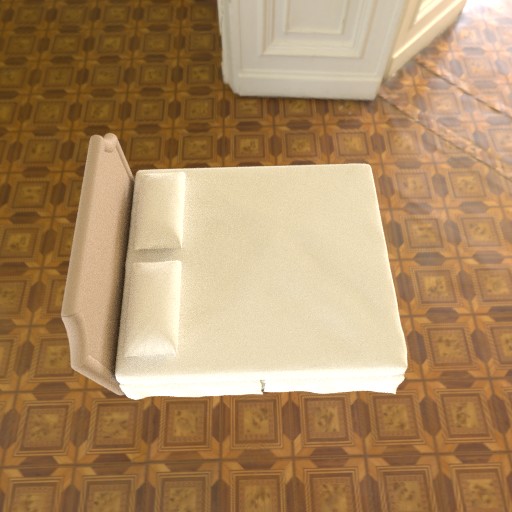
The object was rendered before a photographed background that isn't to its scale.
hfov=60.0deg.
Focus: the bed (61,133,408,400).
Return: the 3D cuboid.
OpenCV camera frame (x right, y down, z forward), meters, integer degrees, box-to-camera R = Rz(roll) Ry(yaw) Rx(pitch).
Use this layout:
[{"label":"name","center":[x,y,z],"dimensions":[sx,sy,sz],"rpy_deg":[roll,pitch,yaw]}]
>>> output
[{"label":"bed","center":[0.000,0.000,4.148],"dimensions":[2.773,1.590,2.350],"rpy_deg":[-2,64,-1]}]
